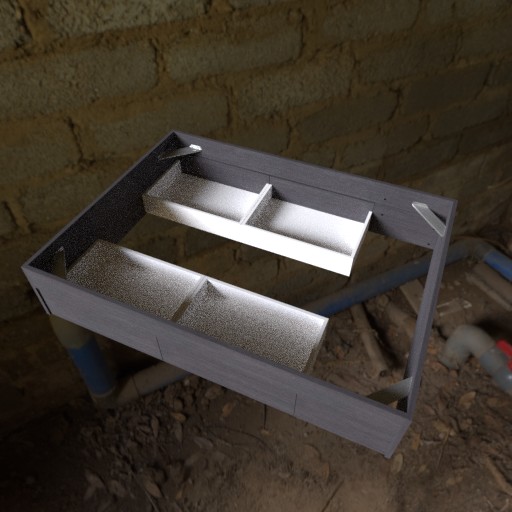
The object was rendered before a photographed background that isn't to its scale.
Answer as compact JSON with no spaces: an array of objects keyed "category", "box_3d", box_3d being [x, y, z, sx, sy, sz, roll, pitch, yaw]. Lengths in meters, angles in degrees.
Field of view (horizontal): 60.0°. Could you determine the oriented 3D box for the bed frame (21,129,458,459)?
[{"category":"bed frame","box_3d":[0.000,0.000,2.554,1.944,0.459,1.448,18,49,16]}]
